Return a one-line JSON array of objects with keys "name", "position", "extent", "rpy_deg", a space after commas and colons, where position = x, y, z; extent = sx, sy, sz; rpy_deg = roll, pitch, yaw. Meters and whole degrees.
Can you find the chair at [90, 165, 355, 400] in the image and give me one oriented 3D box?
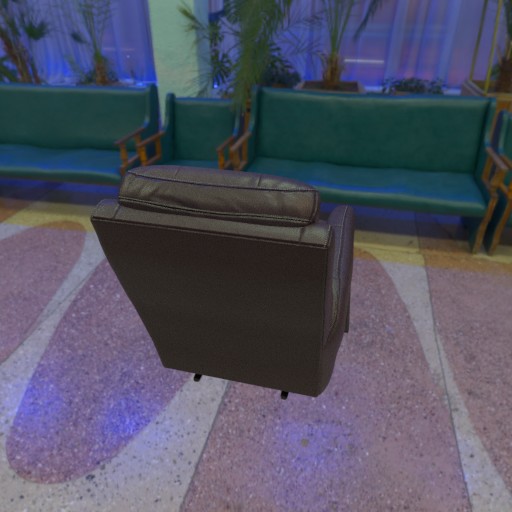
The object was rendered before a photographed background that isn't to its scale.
[{"name": "chair", "position": [0.000, 0.000, 1.832], "extent": [0.829, 1.030, 1.080], "rpy_deg": [8, 33, 12]}]
